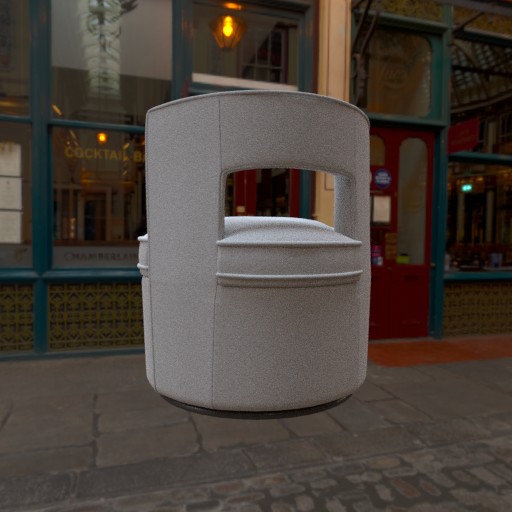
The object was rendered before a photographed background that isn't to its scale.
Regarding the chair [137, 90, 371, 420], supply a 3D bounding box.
[{"bbox_3d":[0.000,0.000,1.256,0.650,0.723,0.665,0,2,-18],"label":"chair"}]
